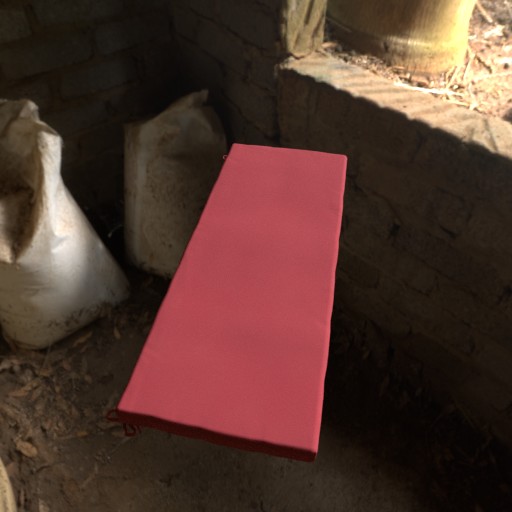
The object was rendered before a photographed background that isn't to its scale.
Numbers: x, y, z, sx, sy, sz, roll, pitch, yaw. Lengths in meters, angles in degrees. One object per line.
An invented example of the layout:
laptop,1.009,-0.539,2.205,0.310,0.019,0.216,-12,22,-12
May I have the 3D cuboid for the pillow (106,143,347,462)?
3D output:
pillow,0.000,0.000,1.363,0.492,0.081,1.187,8,46,8
